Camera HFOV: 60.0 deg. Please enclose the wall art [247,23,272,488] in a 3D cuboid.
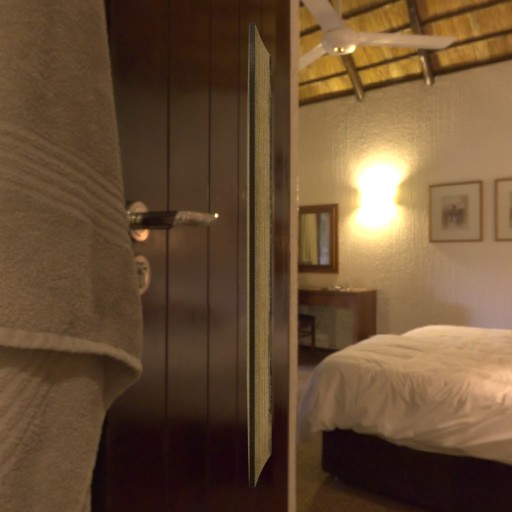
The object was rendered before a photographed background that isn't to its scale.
[{"bbox_3d":[0.000,0.000,0.625,0.023,0.457,0.381,0,-1,-2],"label":"wall art"}]
